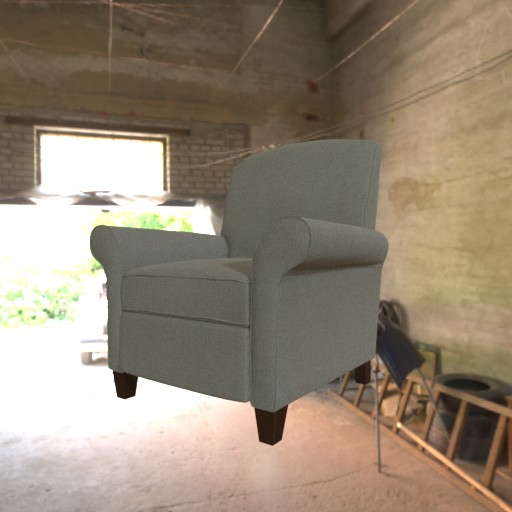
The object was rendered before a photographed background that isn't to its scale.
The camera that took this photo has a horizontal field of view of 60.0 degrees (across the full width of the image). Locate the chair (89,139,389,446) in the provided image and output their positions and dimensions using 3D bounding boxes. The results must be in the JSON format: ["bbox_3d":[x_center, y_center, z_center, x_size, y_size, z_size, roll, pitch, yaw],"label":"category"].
[{"bbox_3d":[0.000,0.000,1.789,0.978,1.061,0.905,1,1,36],"label":"chair"}]
